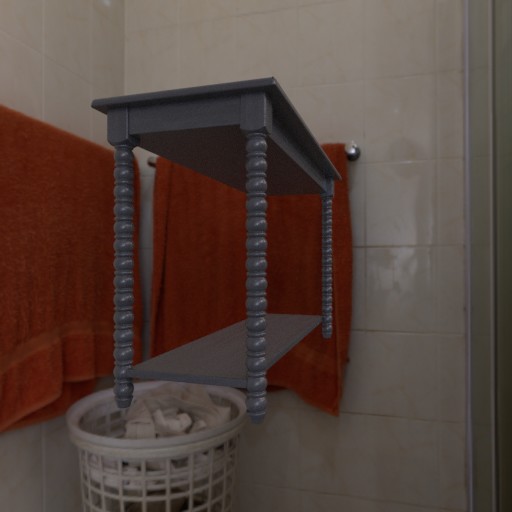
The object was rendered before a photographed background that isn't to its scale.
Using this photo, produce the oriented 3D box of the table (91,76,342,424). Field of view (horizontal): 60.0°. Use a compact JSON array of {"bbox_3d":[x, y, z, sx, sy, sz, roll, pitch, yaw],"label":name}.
[{"bbox_3d":[0.000,0.000,1.538,0.459,0.735,1.184,0,0,17],"label":"table"}]
